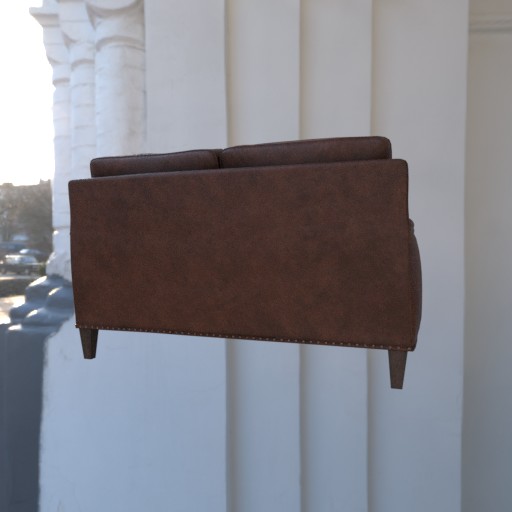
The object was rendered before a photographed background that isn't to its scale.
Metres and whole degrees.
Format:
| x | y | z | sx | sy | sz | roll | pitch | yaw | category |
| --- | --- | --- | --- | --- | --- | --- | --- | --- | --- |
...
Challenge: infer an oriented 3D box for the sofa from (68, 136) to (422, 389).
| x | y | z | sx | sy | sz | roll | pitch | yaw | category |
| --- | --- | --- | --- | --- | --- | --- | --- | --- | --- |
| 0.000 | 0.000 | 2.325 | 1.628 | 1.003 | 1.083 | 0 | 1 | 19 | sofa |
